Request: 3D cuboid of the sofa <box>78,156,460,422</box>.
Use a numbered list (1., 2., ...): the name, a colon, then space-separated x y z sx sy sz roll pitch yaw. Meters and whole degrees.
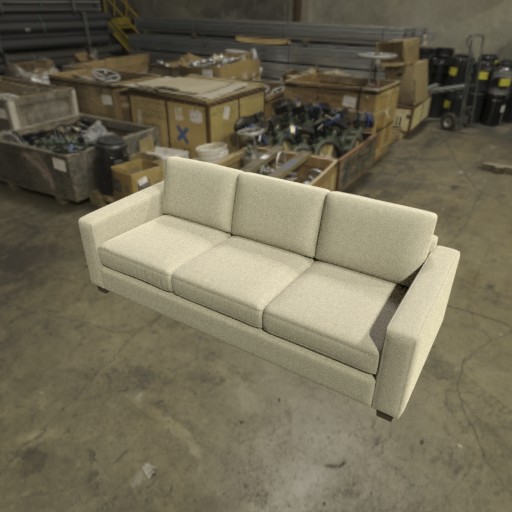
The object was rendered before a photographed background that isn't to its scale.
1. sofa: 0.000 0.000 2.723 2.160 0.800 0.900 18 35 28
